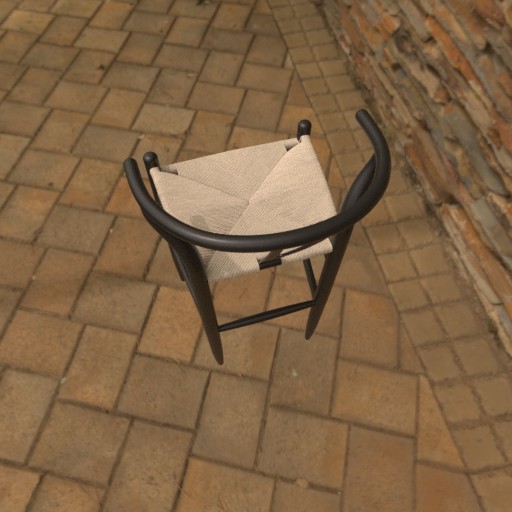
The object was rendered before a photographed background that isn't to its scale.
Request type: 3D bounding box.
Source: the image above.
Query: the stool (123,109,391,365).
[{"bbox_3d":[0.000,0.000,1.330,0.569,0.970,0.579,-14,58,-9],"label":"stool"}]
